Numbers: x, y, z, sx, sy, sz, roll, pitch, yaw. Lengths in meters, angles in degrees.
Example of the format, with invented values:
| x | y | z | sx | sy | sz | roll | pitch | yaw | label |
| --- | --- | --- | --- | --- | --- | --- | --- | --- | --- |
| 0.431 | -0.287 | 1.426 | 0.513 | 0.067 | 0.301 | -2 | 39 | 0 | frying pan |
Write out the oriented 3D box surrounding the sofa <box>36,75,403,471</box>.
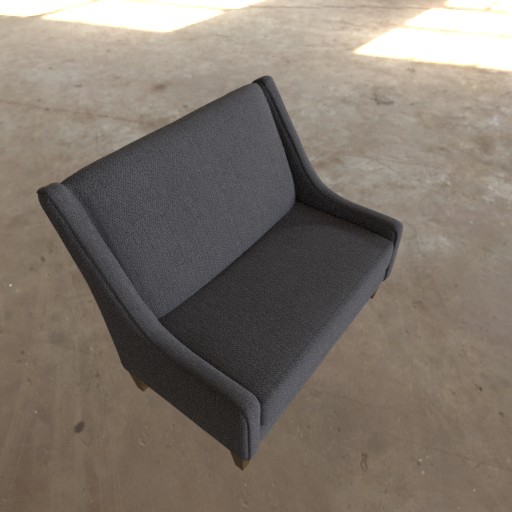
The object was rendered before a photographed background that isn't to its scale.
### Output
| x | y | z | sx | sy | sz | roll | pitch | yaw | label |
| --- | --- | --- | --- | --- | --- | --- | --- | --- | --- |
| 0.000 | 0.000 | 1.906 | 0.873 | 1.022 | 1.242 | 27 | 49 | 26 | sofa |
